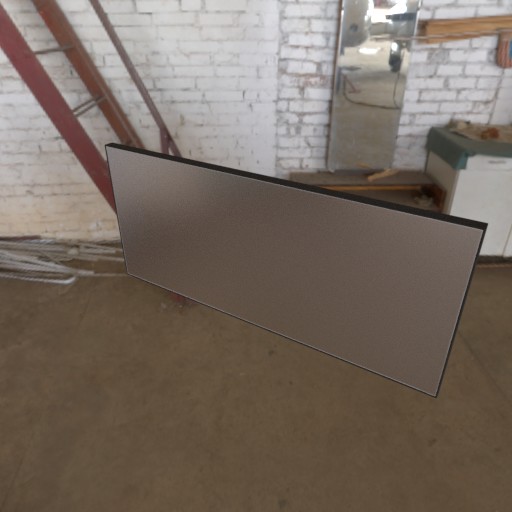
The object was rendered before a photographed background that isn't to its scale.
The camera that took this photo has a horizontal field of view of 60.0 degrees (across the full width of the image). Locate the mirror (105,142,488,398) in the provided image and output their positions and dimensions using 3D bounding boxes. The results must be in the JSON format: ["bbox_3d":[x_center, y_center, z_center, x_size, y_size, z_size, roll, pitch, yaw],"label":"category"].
[{"bbox_3d":[0.000,0.000,1.822,1.584,0.692,0.047,18,35,27],"label":"mirror"}]
